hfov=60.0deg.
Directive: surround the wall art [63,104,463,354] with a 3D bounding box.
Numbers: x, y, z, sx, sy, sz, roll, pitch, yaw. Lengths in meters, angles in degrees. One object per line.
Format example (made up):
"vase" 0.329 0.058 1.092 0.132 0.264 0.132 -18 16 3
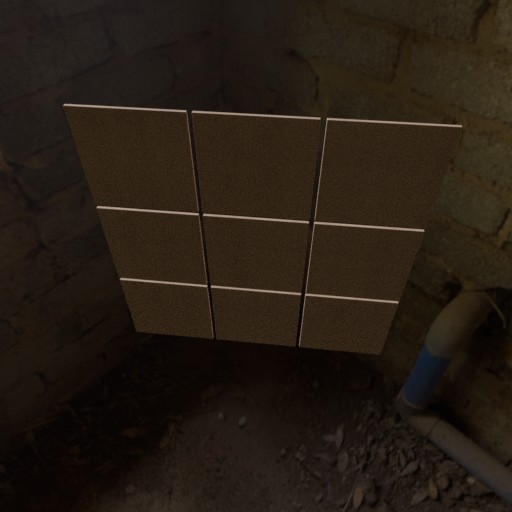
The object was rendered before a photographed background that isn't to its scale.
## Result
"wall art" 0.000 0.000 1.782 1.219 1.218 0.013 5 45 4
